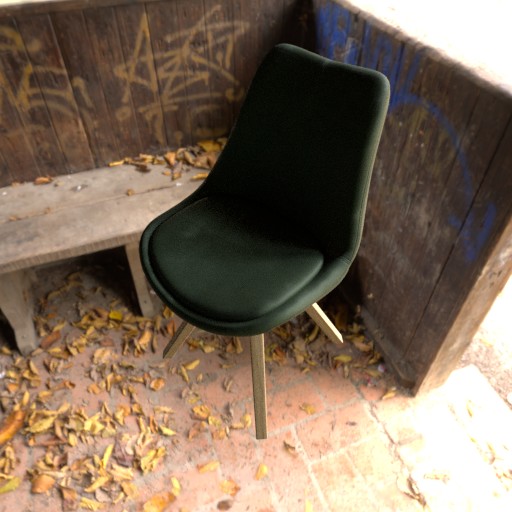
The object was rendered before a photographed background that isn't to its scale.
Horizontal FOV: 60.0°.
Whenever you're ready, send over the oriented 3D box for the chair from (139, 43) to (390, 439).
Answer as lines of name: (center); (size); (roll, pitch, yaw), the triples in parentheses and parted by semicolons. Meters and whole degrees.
chair: (0.000, 0.000, 1.155); (0.483, 0.865, 0.547); (31, 53, 27)
